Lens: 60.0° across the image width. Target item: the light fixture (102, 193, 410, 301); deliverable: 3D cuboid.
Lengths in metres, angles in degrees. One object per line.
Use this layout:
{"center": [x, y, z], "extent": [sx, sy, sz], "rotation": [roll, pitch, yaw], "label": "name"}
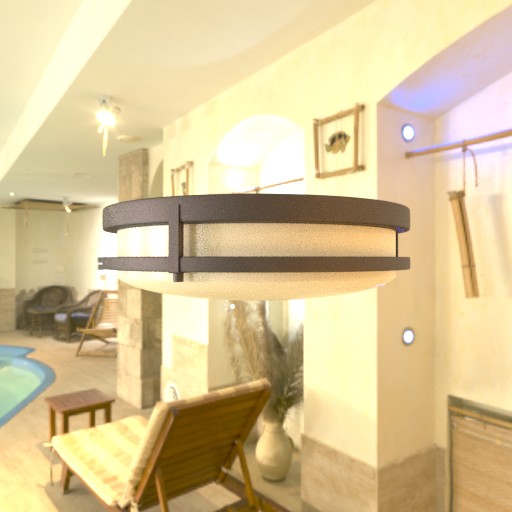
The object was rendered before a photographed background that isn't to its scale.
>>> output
{"center": [0.000, 0.000, 0.541], "extent": [0.356, 0.102, 0.356], "rotation": [0, 0, 0], "label": "light fixture"}
